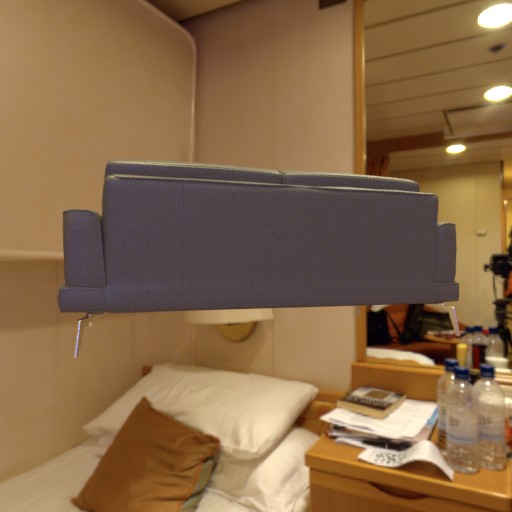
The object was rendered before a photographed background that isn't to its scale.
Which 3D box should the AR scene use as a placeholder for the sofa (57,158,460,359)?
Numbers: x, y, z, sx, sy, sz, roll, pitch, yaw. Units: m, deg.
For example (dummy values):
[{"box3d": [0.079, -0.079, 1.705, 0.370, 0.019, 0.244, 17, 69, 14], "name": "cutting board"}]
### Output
[{"box3d": [0.000, 0.000, 2.732, 2.177, 0.930, 1.121, 0, -2, -18], "name": "sofa"}]
